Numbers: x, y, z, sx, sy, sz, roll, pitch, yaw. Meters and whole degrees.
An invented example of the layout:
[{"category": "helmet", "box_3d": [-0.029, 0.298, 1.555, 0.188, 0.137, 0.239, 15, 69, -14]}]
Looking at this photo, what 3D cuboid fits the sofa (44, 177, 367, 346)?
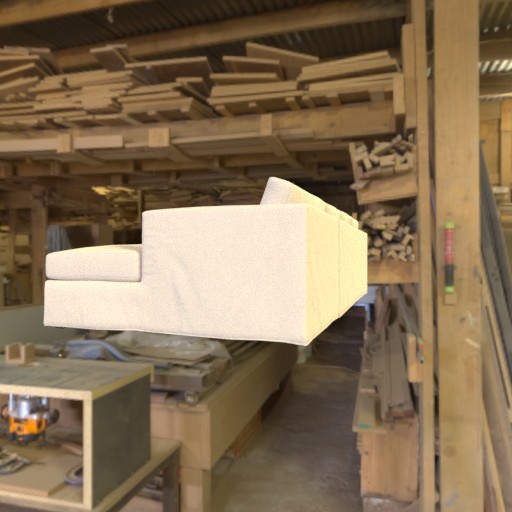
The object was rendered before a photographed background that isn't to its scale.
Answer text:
[{"category": "sofa", "box_3d": [0.000, 0.000, 3.867, 1.622, 0.871, 3.206, 0, 0, 19]}]
